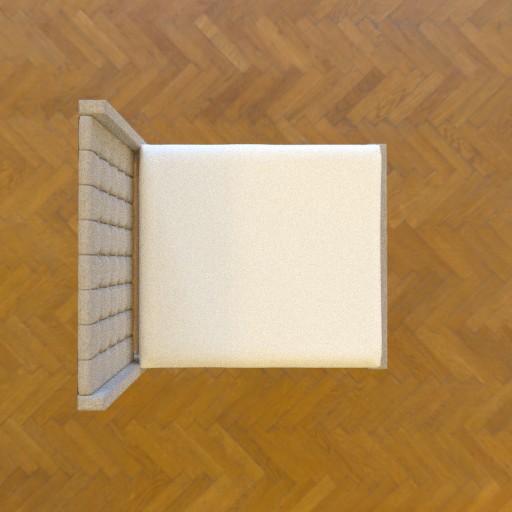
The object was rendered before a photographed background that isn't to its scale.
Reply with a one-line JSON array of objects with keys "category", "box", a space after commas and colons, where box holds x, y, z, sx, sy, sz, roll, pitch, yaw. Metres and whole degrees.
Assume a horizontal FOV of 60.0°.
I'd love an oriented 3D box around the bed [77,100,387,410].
[{"category": "bed", "box": [0.000, 0.000, 3.761, 2.372, 1.748, 2.044, 0, 89, 0]}]
